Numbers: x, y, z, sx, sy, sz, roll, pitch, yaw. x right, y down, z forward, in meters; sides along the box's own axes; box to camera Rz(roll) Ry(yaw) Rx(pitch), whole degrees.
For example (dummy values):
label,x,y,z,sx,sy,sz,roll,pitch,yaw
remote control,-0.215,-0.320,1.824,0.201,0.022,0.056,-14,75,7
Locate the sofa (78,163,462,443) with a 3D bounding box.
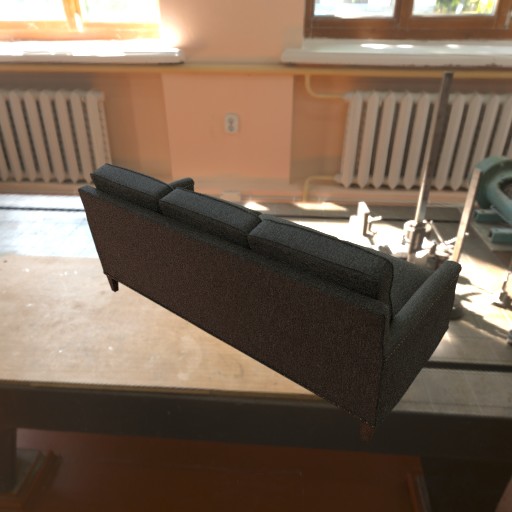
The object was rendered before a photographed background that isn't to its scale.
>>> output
label,x,y,z,sx,sy,sz,roll,pitch,yaw
sofa,0.000,0.000,2.837,2.246,1.003,1.084,22,36,33
